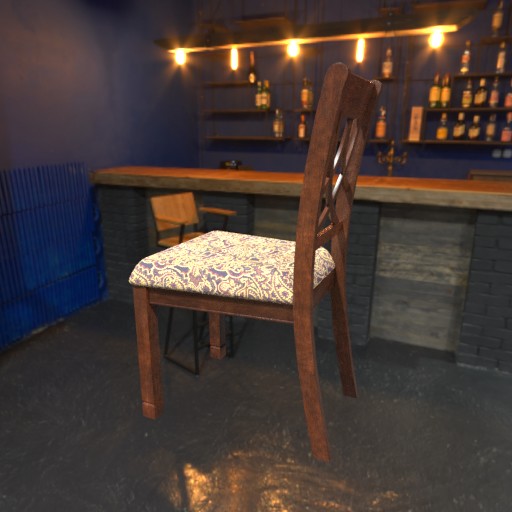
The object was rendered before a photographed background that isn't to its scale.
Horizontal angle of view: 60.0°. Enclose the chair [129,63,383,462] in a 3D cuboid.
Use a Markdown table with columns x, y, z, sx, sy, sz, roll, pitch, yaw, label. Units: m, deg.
| x | y | z | sx | sy | sz | roll | pitch | yaw | label |
| --- | --- | --- | --- | --- | --- | --- | --- | --- | --- |
| 0.000 | 0.000 | 1.291 | 0.584 | 0.965 | 0.457 | 7 | 18 | 24 | chair |
